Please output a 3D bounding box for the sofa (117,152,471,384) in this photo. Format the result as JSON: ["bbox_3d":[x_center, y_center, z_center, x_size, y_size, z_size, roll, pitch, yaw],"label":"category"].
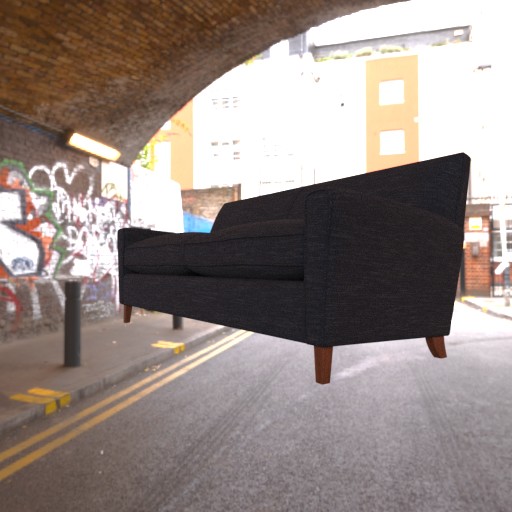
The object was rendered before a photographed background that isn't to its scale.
[{"bbox_3d":[0.000,0.000,2.378,0.875,0.846,1.976,1,-1,-36],"label":"sofa"}]
